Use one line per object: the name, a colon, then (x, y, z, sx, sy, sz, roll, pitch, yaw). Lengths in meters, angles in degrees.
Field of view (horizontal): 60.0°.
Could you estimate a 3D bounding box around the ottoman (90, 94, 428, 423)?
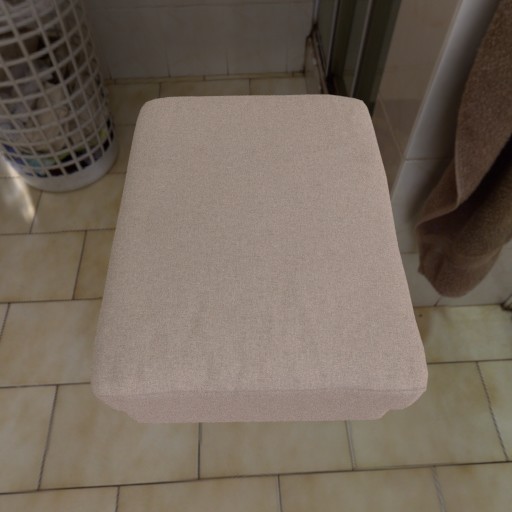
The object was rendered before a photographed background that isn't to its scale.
ottoman: (0.000, 0.000, 1.266, 0.692, 0.511, 0.902, -1, 57, 0)
